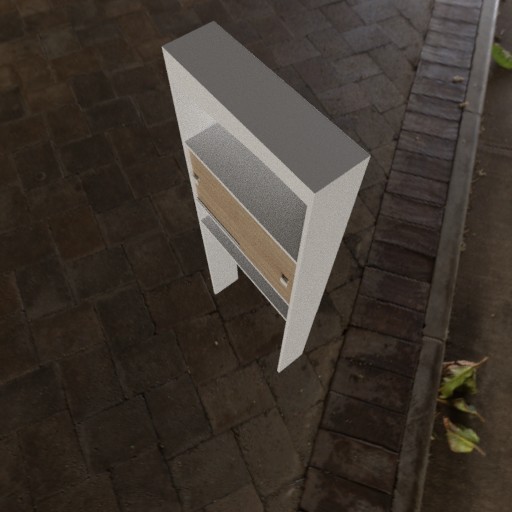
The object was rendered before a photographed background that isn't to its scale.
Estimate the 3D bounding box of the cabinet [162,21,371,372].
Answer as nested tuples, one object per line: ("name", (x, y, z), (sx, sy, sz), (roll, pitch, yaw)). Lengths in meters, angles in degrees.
("cabinet", (0.000, 0.000, 1.934), (0.192, 1.770, 0.643), (-35, 68, -17))
